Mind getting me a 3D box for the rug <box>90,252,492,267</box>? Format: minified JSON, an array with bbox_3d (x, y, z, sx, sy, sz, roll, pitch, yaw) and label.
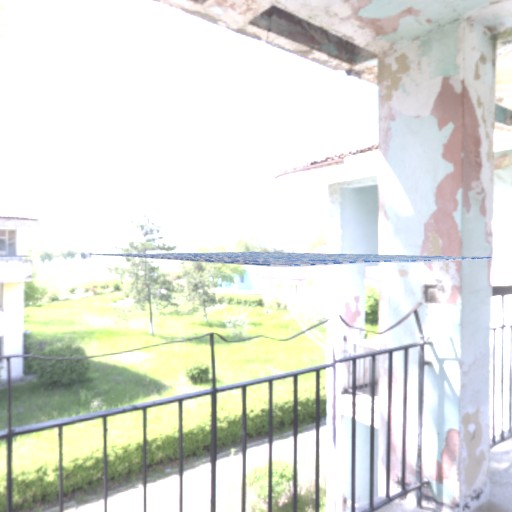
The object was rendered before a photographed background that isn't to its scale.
[{"bbox_3d":[0.000,0.000,2.315,1.209,0.011,1.830,-1,2,-35],"label":"rug"}]
